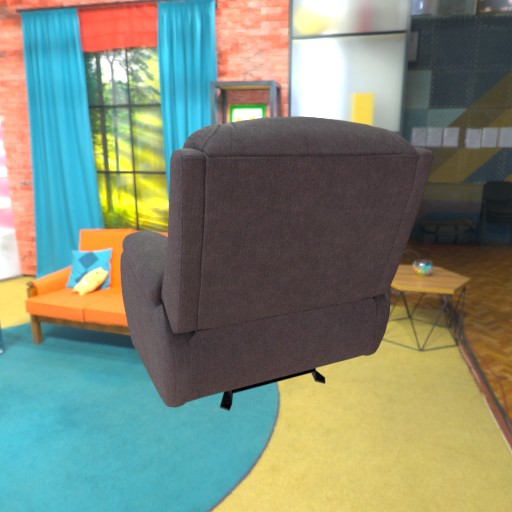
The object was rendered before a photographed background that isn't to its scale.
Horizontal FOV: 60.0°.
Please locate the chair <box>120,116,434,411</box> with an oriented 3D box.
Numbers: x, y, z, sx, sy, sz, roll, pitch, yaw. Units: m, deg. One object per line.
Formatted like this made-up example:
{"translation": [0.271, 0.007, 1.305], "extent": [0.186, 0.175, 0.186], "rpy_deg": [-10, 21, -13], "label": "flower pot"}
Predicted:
{"translation": [0.000, 0.000, 1.734], "extent": [0.930, 1.011, 0.899], "rpy_deg": [-7, 16, -26], "label": "chair"}
